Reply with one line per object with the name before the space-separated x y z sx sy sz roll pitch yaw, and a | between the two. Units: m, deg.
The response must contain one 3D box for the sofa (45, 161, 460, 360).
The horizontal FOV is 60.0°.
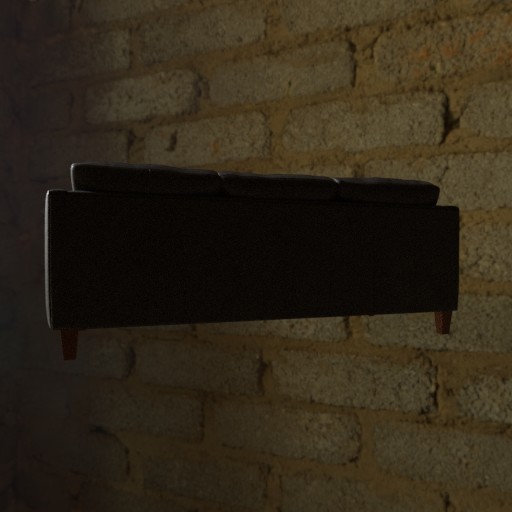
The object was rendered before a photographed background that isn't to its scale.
sofa | 0.000 0.000 2.974 2.464 1.006 1.045 0 0 -18
